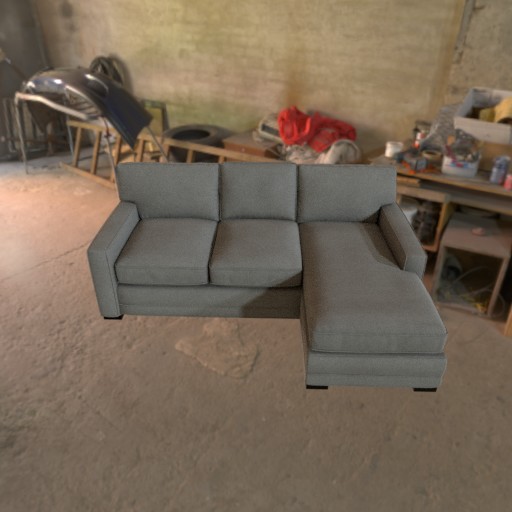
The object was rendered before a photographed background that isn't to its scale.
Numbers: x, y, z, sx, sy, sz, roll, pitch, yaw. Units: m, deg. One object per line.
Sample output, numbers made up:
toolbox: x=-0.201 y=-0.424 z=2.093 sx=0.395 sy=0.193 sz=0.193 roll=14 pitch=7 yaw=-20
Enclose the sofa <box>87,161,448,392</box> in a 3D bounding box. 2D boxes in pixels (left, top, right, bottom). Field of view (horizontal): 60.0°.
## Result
sofa: x=0.000 y=0.000 z=2.899 sx=2.087 sy=0.861 sz=1.496 roll=1 pitch=31 yaw=1
